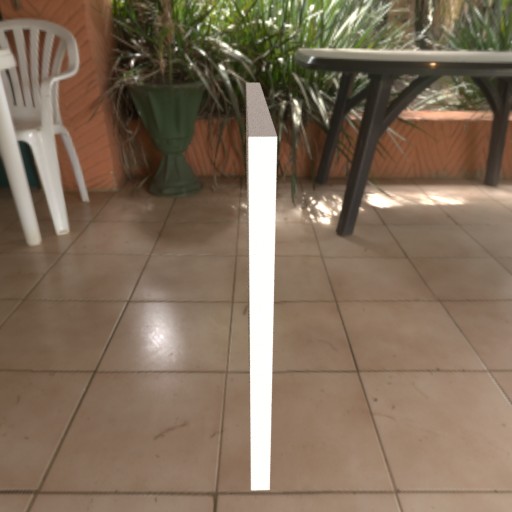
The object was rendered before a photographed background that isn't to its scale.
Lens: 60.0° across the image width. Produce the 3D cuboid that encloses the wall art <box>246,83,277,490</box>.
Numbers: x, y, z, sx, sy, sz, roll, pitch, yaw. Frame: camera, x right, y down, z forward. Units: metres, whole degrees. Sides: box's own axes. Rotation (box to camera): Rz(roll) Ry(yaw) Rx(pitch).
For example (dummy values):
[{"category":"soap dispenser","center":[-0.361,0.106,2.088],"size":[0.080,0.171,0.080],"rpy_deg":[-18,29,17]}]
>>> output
[{"category":"wall art","center":[0.000,0.000,1.144],"size":[0.041,0.765,0.768],"rpy_deg":[-1,27,-1]}]
